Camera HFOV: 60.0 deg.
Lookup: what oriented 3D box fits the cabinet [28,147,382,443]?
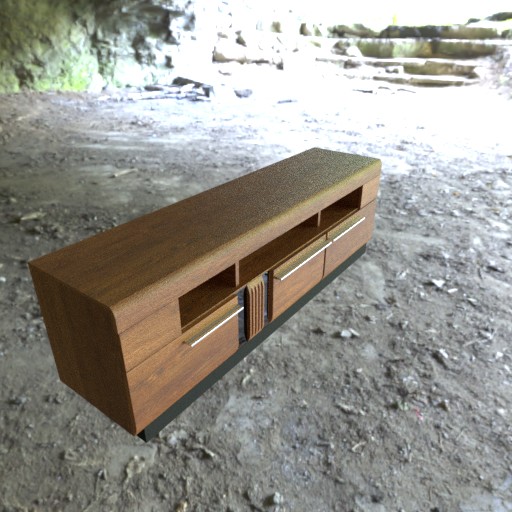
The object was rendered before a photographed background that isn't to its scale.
[{"bbox_3d":[0.000,0.000,1.830,0.419,0.510,1.600,19,34,32],"label":"cabinet"}]
